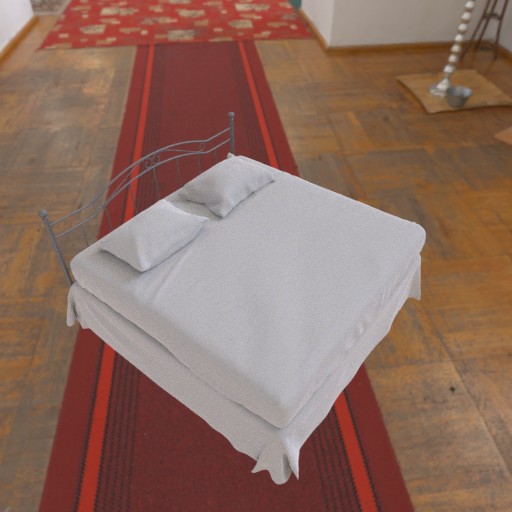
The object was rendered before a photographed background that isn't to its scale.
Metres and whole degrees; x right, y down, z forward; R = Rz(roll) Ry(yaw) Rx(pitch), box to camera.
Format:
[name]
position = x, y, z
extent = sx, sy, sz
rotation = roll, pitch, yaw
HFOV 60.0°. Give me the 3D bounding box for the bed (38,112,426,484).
[bed]
position = 0.000, 0.000, 3.460
extent = 2.220, 1.080, 2.309
rotation = 28, 49, 27
